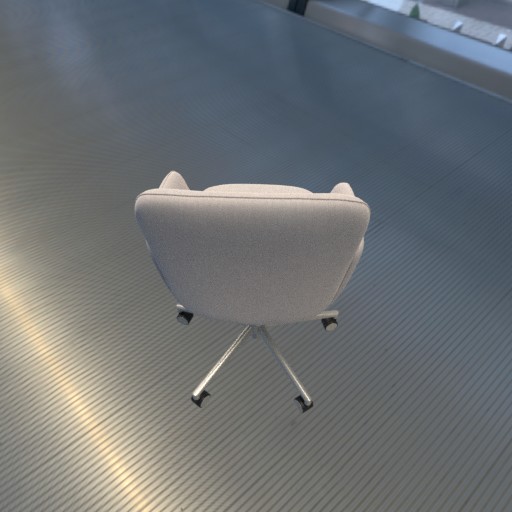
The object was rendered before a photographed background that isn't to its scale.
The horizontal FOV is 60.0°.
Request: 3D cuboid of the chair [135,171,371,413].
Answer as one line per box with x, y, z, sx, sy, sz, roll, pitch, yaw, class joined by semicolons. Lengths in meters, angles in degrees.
0.000;0.000;1.407;0.648;0.959;0.633;2;46;2;chair
